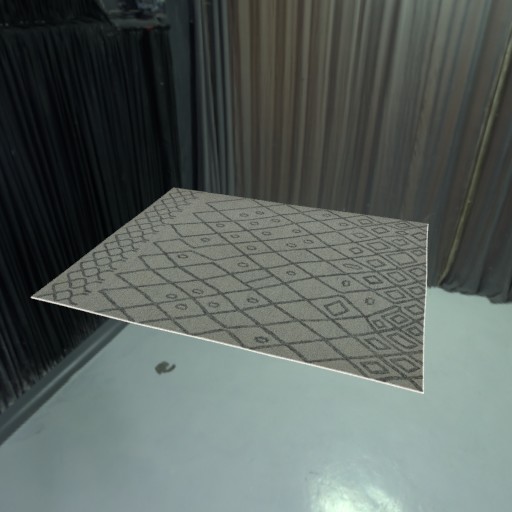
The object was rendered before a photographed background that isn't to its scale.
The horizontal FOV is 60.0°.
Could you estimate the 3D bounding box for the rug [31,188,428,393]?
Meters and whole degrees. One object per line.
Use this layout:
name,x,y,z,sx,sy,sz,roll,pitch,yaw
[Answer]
rug,0.000,0.000,4.164,3.046,0.015,2.446,10,33,16
